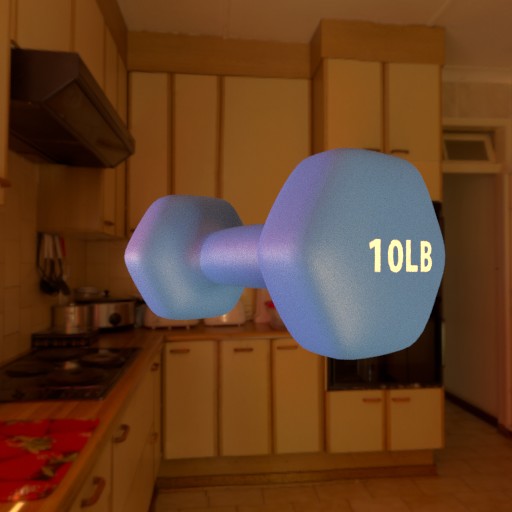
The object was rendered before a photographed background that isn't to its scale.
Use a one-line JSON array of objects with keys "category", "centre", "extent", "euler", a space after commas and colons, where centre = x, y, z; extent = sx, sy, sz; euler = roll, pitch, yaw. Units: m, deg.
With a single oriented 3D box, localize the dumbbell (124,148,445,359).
[{"category": "dumbbell", "centre": [0.000, 0.000, 0.273], "extent": [0.103, 0.093, 0.212], "euler": [1, -1, -36]}]
